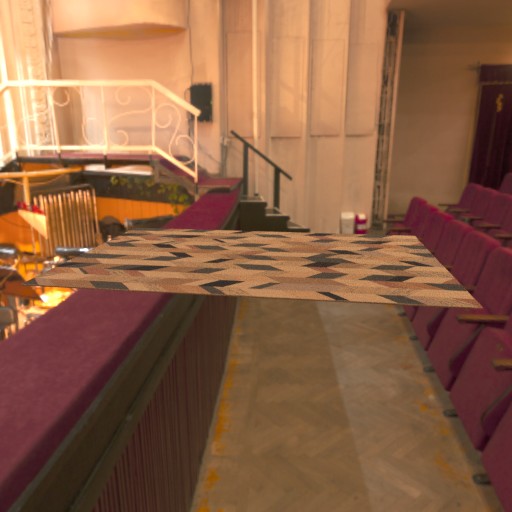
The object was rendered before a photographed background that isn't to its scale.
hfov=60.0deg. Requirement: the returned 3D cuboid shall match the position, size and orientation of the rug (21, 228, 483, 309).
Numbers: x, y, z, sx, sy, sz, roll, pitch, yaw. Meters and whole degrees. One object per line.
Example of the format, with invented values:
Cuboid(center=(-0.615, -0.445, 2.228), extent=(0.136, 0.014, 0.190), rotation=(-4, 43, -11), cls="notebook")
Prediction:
Cuboid(center=(0.000, 0.000, 2.279), extent=(1.813, 0.006, 1.202), rotation=(2, 15, 8), cls="rug")
